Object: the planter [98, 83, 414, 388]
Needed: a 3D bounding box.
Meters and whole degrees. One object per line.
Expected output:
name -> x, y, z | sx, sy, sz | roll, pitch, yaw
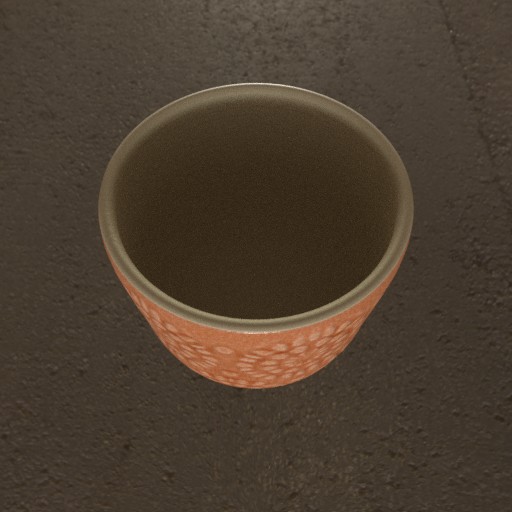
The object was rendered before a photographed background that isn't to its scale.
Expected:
planter -> 0.000, 0.000, 0.220 | 0.124, 0.109, 0.124 | 0, 59, 0
